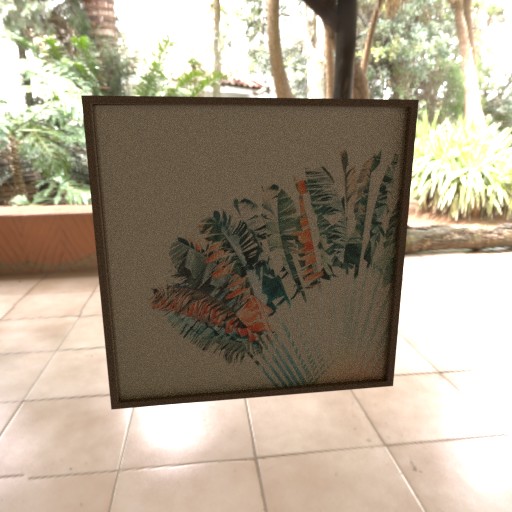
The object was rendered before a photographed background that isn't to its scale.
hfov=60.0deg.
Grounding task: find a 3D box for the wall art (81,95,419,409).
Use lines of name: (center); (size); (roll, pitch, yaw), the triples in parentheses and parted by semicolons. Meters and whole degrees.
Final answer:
wall art: (0.000, 0.000, 0.453); (0.304, 0.303, 0.038); (-2, 15, -8)
